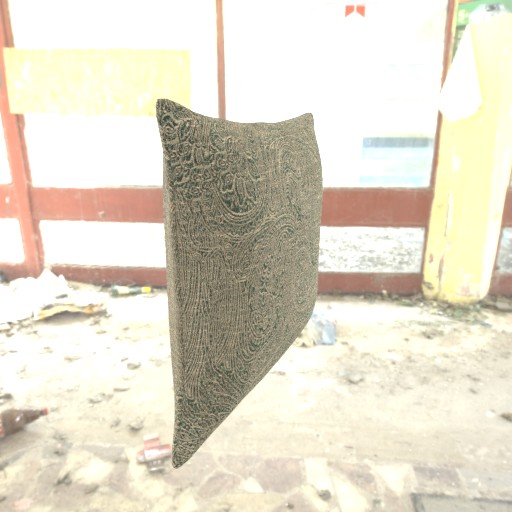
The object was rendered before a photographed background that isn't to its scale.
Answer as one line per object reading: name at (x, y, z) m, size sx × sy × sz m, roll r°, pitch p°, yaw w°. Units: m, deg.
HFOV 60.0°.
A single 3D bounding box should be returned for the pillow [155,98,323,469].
pillow at (0.000, 0.000, 0.794) m, size 0.166 × 0.507 × 0.526 m, roll 8°, pitch 18°, yaw 25°
